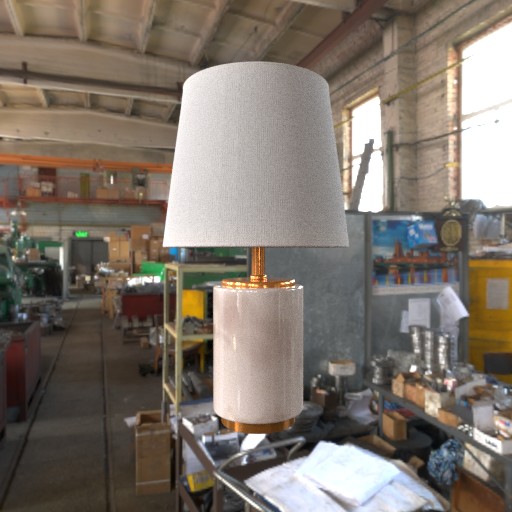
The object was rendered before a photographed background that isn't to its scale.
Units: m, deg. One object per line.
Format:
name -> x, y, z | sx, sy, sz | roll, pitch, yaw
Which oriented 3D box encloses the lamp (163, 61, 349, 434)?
lamp -> 0.000, 0.000, 0.461 | 0.189, 0.340, 0.189 | 0, 1, 0
